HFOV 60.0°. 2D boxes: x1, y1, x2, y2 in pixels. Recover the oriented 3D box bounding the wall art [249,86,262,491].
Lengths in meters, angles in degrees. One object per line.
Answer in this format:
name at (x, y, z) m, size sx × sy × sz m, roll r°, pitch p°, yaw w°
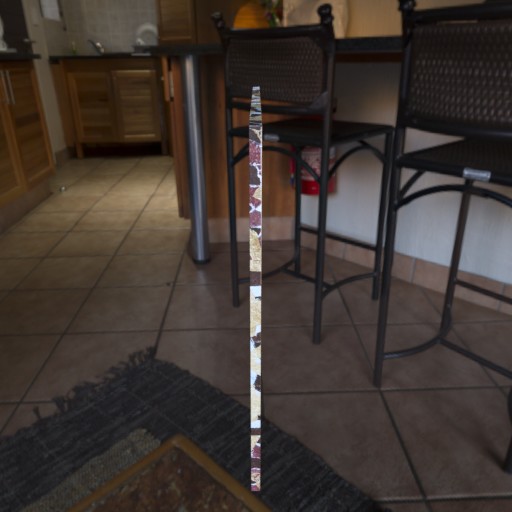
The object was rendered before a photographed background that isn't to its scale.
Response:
wall art at (0.000, 0.000, 0.605) m, size 0.010 × 0.406 × 0.404 m, roll 0°, pitch 25°, yaw 0°
